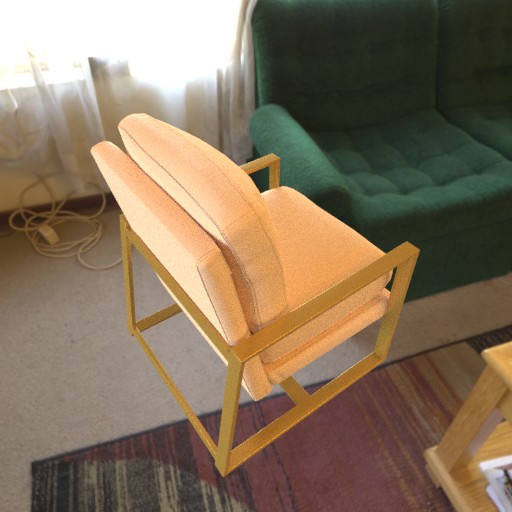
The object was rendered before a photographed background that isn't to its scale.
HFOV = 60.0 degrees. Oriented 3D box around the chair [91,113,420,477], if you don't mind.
[{"bbox_3d":[0.000,0.000,1.528,0.813,0.956,0.758,-26,48,-26],"label":"chair"}]
